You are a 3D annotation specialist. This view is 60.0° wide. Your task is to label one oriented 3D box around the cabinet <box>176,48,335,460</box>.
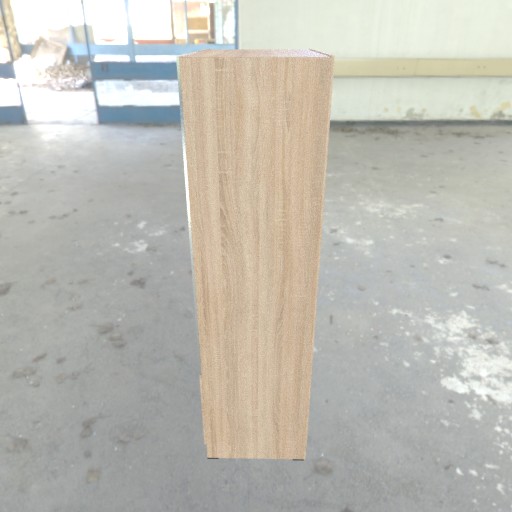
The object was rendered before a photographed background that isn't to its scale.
[{"bbox_3d":[0.000,0.000,2.527,0.590,2.121,1.001,1,26,1],"label":"cabinet"}]
